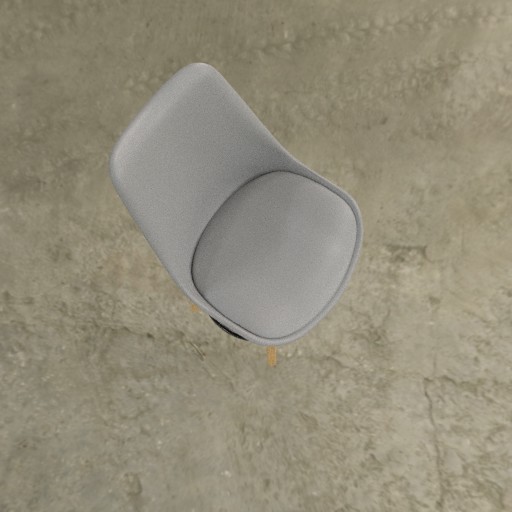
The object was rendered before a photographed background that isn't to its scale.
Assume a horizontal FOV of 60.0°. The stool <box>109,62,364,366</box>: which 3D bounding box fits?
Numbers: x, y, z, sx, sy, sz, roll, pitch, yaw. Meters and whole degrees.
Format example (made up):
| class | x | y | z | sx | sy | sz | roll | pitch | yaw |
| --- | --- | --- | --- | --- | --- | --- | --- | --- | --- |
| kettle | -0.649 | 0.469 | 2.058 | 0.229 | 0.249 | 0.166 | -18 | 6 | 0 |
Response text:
| class | x | y | z | sx | sy | sz | roll | pitch | yaw |
| --- | --- | --- | --- | --- | --- | --- | --- | --- | --- |
| stool | 0.000 | 0.000 | 1.365 | 0.550 | 1.115 | 0.485 | 33 | 76 | 9 |
